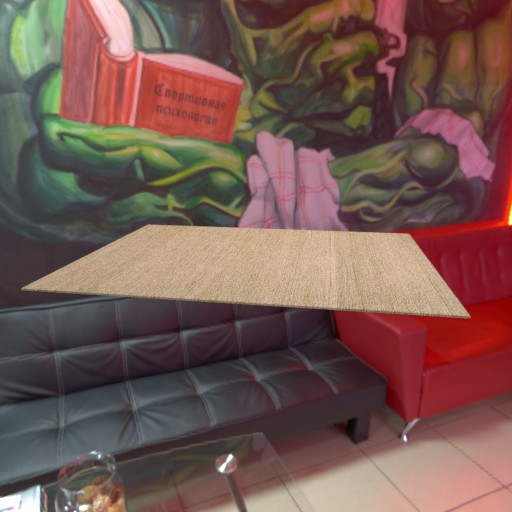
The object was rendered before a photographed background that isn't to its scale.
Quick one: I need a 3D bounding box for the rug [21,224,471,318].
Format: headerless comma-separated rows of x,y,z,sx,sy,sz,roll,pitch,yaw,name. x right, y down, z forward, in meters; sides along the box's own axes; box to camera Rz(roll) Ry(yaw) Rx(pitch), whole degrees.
0.000,0.000,4.241,3.198,0.016,2.425,3,16,9,rug
